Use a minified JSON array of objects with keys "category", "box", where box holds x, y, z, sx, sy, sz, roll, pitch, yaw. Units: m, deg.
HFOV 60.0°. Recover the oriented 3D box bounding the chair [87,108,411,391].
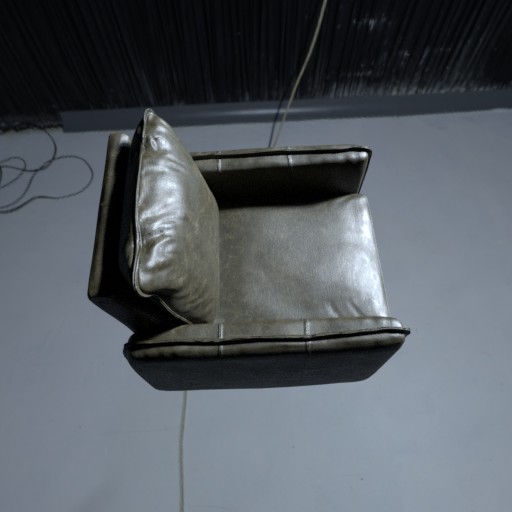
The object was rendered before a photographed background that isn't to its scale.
[{"category":"chair","box":[0.000,0.000,1.608,0.921,0.921,0.830,-2,63,-1]}]
